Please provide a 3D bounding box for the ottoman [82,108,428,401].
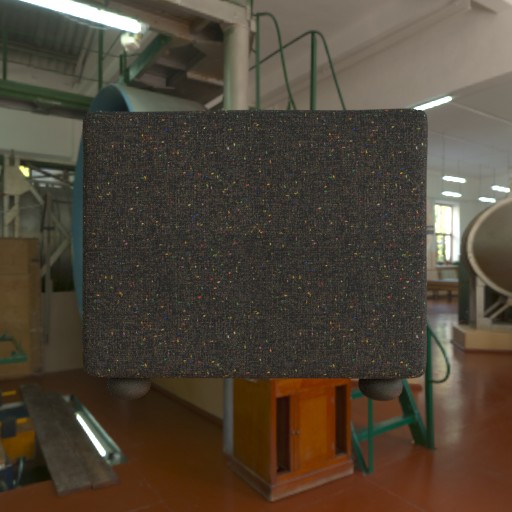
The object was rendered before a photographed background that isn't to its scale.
[{"bbox_3d":[0.000,0.000,0.866,0.508,0.432,0.508,0,0,1],"label":"ottoman"}]
